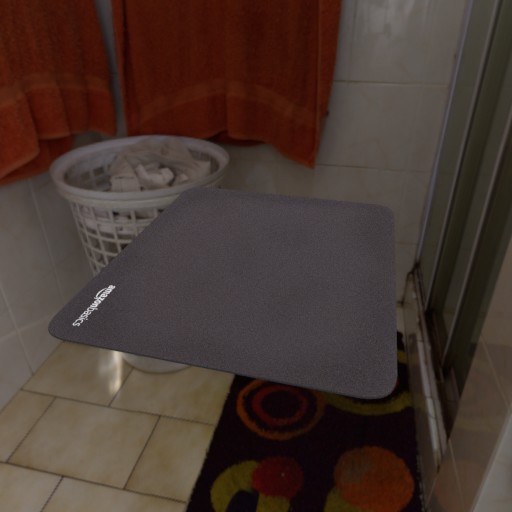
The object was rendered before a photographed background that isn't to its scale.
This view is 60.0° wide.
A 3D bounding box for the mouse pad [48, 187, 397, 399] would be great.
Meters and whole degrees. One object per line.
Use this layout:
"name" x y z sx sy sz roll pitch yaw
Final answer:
"mouse pad" 0.000 0.000 0.443 0.269 0.002 0.315 8 32 12
